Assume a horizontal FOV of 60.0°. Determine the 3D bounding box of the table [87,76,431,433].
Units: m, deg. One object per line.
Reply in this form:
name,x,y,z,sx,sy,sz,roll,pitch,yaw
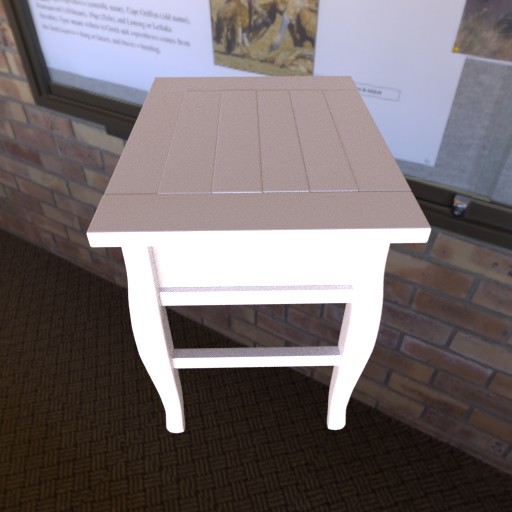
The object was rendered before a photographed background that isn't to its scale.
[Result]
table,0.000,0.000,1.012,0.463,0.605,0.599,-1,41,-1
